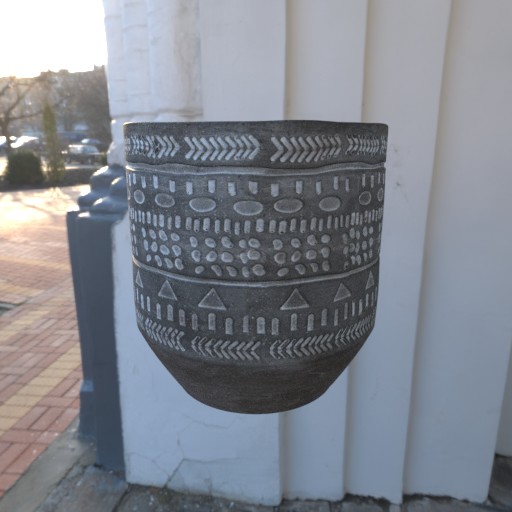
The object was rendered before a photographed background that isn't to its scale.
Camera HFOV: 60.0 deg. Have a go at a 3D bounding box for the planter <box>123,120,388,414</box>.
[{"bbox_3d":[0.000,0.000,0.225,0.122,0.128,0.122,0,15,0],"label":"planter"}]
